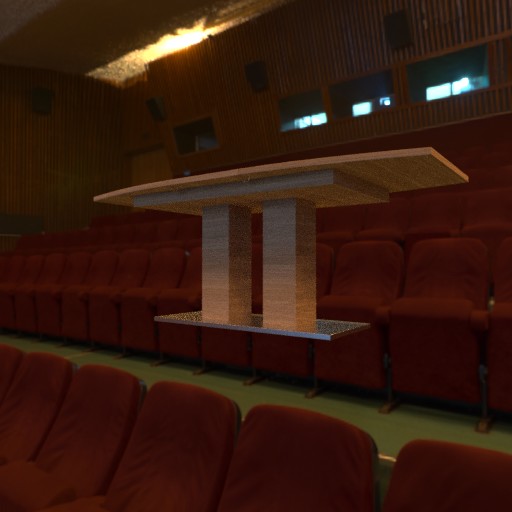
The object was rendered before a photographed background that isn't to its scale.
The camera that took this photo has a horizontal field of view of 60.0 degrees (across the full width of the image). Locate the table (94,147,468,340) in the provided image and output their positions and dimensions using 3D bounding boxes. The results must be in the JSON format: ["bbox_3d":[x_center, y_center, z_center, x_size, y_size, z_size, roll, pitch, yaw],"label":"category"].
[{"bbox_3d":[0.000,0.000,2.446,2.032,0.750,0.900,-1,-1,36],"label":"table"}]
